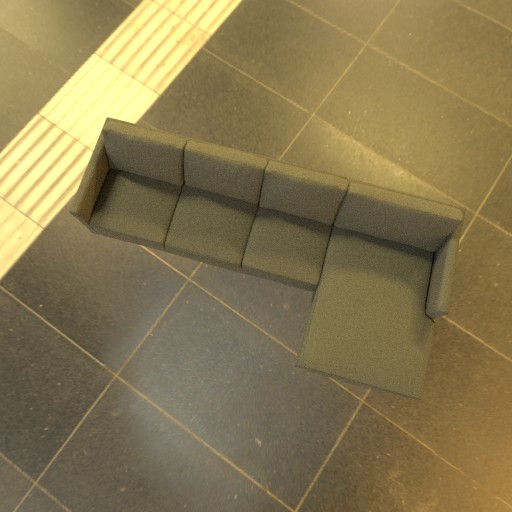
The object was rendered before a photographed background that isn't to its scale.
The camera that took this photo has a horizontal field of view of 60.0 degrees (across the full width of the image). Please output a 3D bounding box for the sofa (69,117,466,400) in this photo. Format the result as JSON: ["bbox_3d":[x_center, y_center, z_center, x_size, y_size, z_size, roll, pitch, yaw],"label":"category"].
[{"bbox_3d":[0.000,0.000,3.813,3.186,0.861,1.625,15,76,4],"label":"sofa"}]
